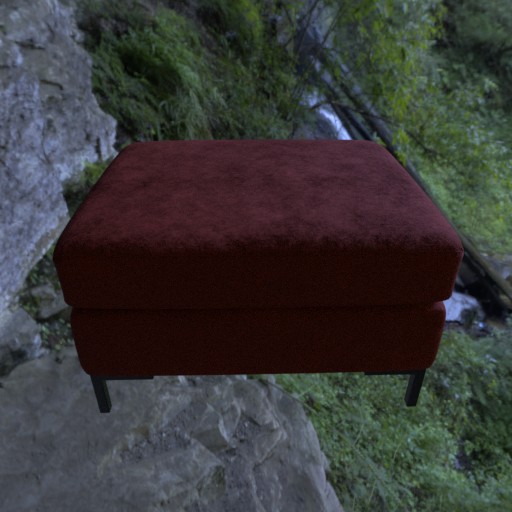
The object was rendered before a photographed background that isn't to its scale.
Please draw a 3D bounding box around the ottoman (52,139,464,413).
[{"bbox_3d":[0.000,0.000,1.166,0.782,0.462,0.650,-1,32,-1],"label":"ottoman"}]
